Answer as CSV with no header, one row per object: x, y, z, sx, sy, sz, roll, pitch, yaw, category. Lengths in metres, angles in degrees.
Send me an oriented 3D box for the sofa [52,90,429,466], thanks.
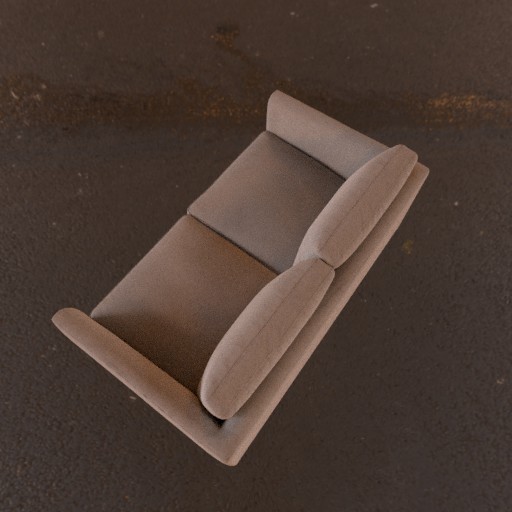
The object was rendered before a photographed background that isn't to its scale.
0.000,0.000,2.521,1.091,0.839,1.905,33,68,15,sofa
